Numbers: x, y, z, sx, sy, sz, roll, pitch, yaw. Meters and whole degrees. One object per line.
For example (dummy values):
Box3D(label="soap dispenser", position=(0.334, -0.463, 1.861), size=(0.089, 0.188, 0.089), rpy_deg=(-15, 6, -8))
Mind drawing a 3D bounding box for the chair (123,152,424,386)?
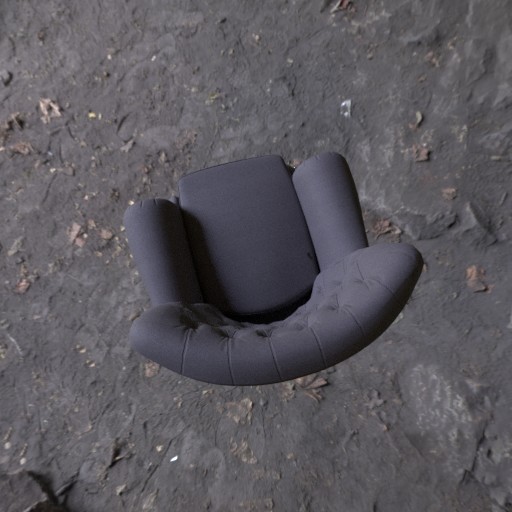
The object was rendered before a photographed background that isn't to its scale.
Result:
Box3D(label="chair", position=(0.000, 0.000, 1.821), size=(0.983, 1.046, 0.983), rpy_deg=(-15, 76, -4))
